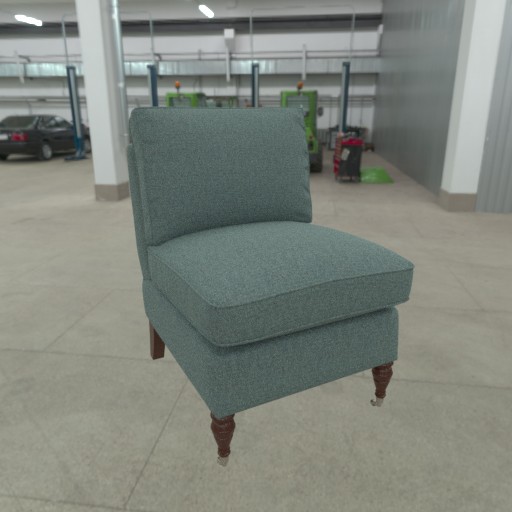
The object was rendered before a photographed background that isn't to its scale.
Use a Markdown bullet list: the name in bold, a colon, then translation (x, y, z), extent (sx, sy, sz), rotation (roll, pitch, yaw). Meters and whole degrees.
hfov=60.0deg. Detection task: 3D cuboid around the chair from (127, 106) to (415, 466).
- **chair**: translation (0.000, 0.000, 1.406), extent (0.624, 0.901, 0.796), rotation (-9, 20, -26)
